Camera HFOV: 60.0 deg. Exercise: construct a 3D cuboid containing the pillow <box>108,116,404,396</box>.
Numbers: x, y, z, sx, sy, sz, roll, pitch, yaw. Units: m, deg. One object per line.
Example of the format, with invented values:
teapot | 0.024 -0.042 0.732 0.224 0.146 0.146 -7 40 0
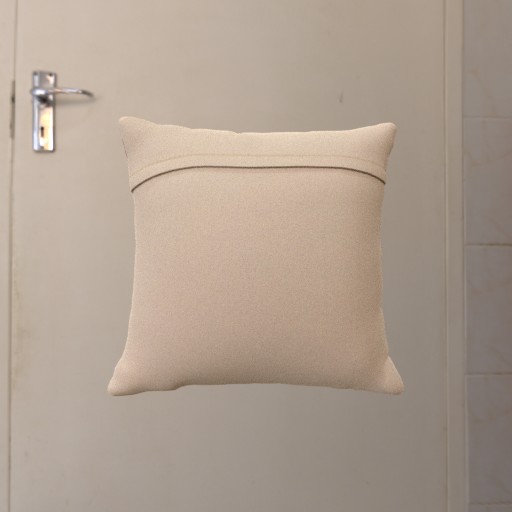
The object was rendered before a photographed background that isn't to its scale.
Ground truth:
pillow | 0.000 0.000 0.808 0.536 0.506 0.229 0 -1 -1
